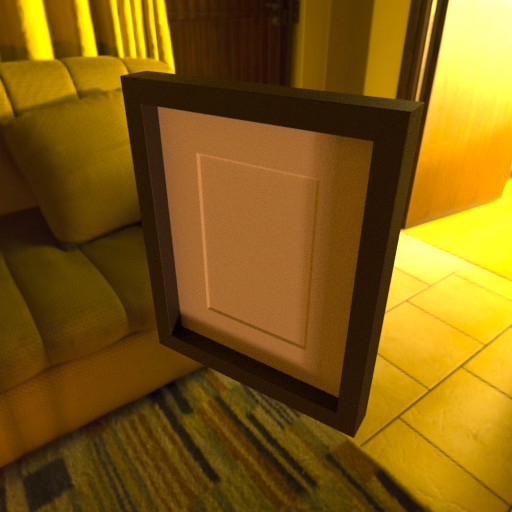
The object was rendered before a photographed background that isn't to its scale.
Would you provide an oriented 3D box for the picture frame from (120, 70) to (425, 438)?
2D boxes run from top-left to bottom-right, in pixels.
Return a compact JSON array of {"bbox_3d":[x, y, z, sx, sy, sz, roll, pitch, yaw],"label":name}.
[{"bbox_3d":[0.000,0.000,0.390,0.232,0.284,0.042,18,35,27],"label":"picture frame"}]
